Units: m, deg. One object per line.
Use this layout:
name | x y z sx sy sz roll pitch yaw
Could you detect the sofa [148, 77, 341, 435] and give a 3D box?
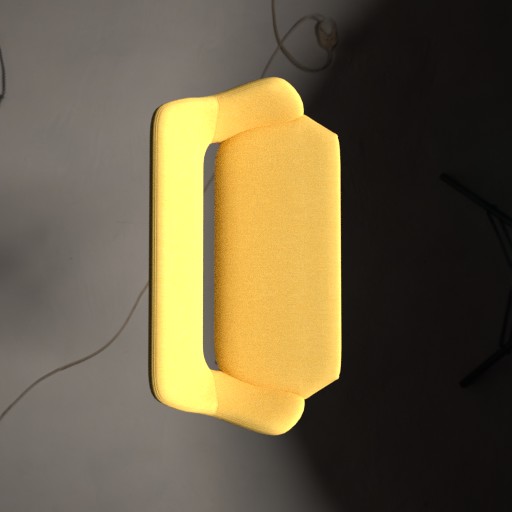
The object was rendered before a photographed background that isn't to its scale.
sofa | 0.000 0.000 1.630 0.610 0.840 1.150 0 88 -1
